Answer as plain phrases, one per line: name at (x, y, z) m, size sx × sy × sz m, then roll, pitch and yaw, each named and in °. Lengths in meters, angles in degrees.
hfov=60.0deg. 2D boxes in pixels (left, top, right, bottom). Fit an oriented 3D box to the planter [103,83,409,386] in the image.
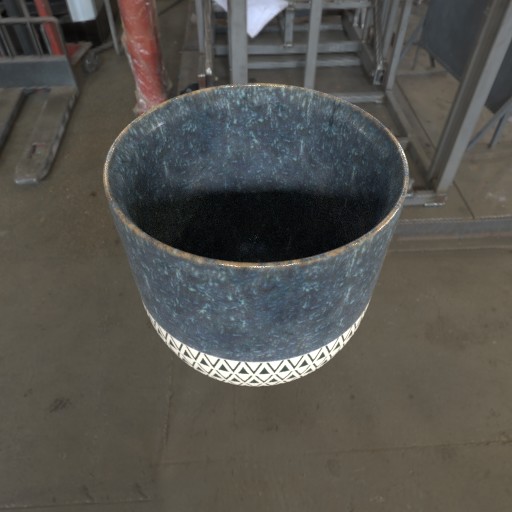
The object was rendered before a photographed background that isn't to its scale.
planter at (0.000, 0.000, 0.493) m, size 0.266 × 0.270 × 0.266 m, roll 0°, pitch 48°, yaw 0°
